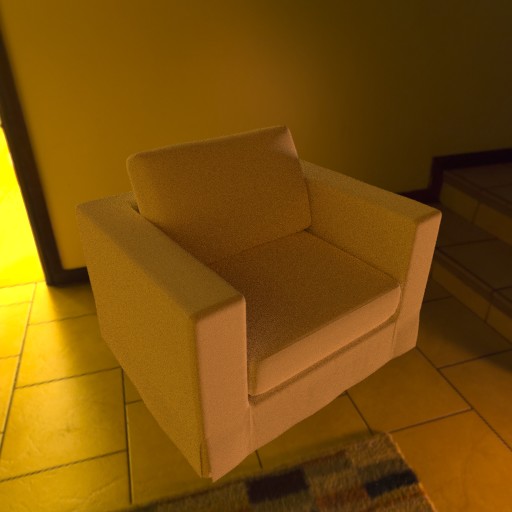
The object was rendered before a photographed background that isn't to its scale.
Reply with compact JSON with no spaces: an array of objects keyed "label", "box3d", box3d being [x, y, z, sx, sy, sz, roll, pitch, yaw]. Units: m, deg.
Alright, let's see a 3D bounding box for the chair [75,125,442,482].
[{"label":"chair","box3d":[0.000,0.000,1.827,1.150,0.878,0.957,-21,36,-32]}]
